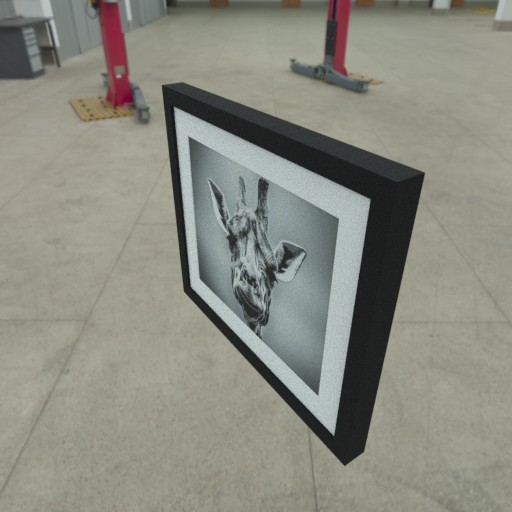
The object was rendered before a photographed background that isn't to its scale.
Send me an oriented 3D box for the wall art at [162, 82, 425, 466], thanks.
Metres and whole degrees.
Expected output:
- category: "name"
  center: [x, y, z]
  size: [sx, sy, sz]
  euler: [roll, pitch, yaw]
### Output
- category: "wall art"
  center: [0.000, 0.000, 0.531]
  size: [0.031, 0.330, 0.381]
  euler: [-21, 38, -29]
